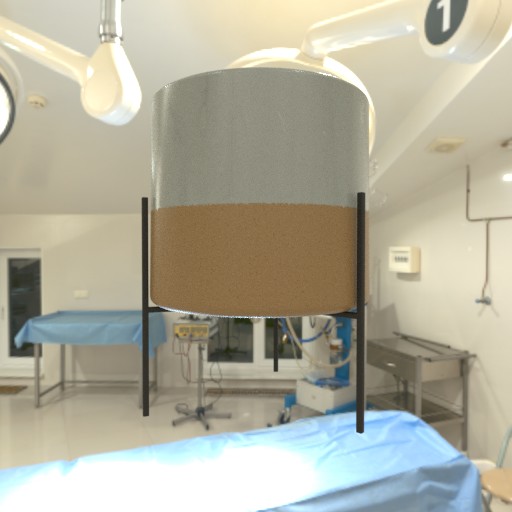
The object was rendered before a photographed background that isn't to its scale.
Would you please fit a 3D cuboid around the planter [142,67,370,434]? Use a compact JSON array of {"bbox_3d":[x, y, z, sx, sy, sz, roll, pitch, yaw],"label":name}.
[{"bbox_3d":[0.000,0.000,0.721,0.360,0.480,0.348,0,1,-19],"label":"planter"}]
